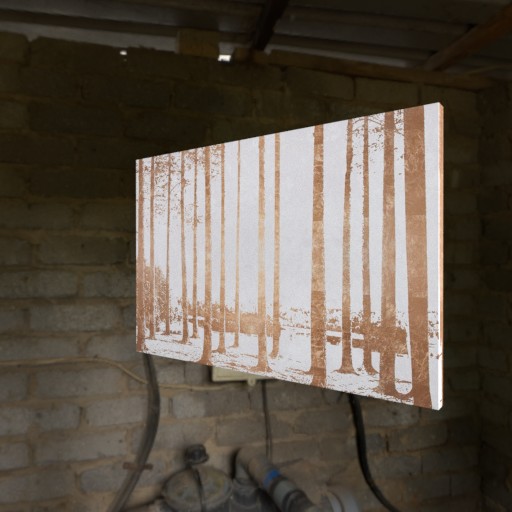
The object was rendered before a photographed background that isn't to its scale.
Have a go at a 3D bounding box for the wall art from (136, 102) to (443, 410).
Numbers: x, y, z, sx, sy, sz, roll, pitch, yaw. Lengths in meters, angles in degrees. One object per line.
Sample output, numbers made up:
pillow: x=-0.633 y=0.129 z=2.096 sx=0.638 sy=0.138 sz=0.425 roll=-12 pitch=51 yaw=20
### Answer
wall art: x=0.000 y=0.000 z=1.156 sx=0.914 sy=0.609 sz=0.035 roll=0 pitch=0 yaw=36
